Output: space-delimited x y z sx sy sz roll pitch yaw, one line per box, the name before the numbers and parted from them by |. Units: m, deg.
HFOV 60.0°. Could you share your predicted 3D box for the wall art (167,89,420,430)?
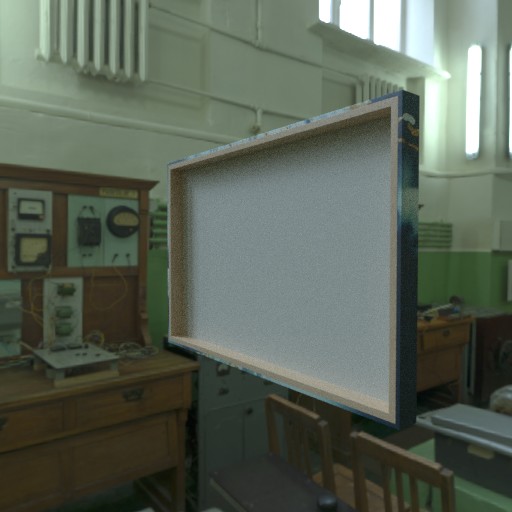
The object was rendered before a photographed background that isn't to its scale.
wall art | 0.000 0.000 0.777 0.036 0.405 0.607 -1 2 -38
